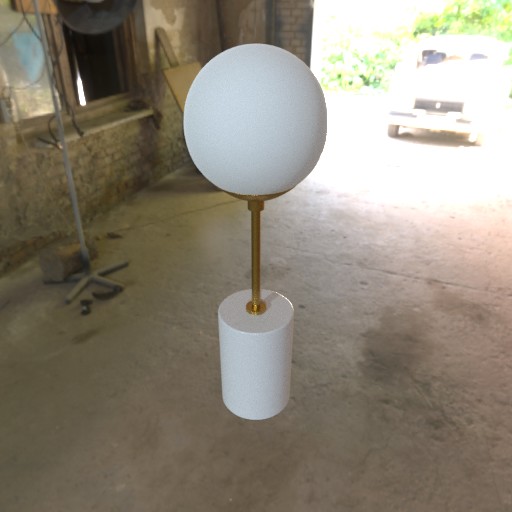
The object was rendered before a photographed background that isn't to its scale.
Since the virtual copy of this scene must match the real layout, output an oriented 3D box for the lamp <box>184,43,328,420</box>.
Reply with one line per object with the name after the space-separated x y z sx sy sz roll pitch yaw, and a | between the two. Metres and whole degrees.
0.000 0.000 0.555 0.153 0.480 0.153 0 30 0 | lamp
